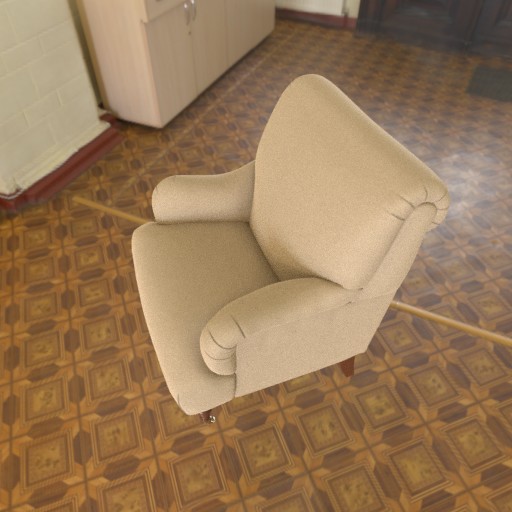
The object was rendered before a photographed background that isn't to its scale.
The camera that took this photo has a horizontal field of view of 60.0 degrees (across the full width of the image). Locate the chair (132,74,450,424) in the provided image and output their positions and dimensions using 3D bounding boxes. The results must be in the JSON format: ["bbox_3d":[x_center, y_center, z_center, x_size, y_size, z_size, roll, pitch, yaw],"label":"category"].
[{"bbox_3d":[0.000,0.000,1.564,0.842,0.942,0.766,-15,48,-14],"label":"chair"}]
